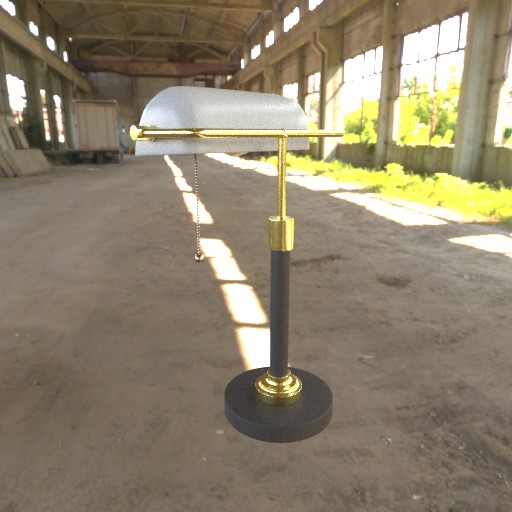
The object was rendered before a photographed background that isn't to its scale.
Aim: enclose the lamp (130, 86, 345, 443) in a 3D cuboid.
[{"bbox_3d":[0.000,0.000,0.567,0.227,0.404,0.269,15,21,43],"label":"lamp"}]
